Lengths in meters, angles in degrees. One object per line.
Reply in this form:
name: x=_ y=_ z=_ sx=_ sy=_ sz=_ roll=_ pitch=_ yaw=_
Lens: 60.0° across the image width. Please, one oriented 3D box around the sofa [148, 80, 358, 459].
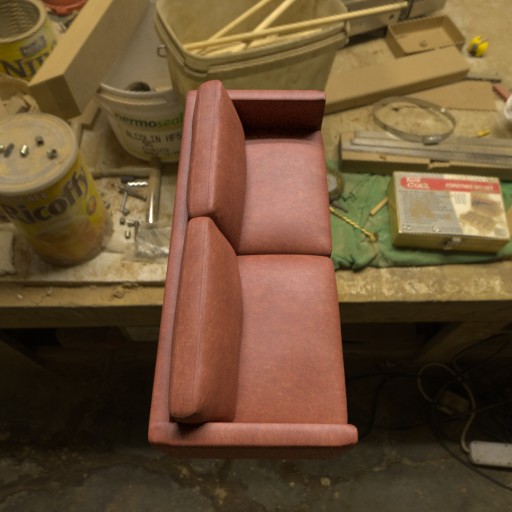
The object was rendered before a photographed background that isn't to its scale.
sofa: x=0.000 y=0.000 z=2.682 sx=0.950 sy=0.932 sz=2.204 roll=0 pitch=62 yaw=0
